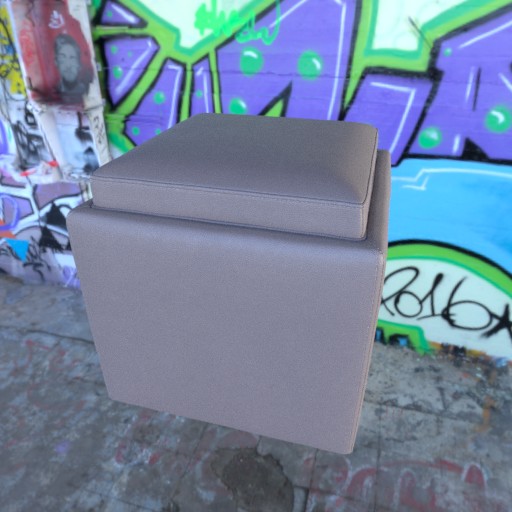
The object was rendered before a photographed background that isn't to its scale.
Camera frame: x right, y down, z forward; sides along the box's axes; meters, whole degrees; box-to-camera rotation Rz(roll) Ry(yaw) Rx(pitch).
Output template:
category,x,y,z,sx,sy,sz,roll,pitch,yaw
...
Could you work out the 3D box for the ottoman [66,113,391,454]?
category,x,y,z,sx,sy,sz,roll,pitch,yaw
ottoman,0.000,0.000,0.825,0.450,0.460,0.451,8,31,14
